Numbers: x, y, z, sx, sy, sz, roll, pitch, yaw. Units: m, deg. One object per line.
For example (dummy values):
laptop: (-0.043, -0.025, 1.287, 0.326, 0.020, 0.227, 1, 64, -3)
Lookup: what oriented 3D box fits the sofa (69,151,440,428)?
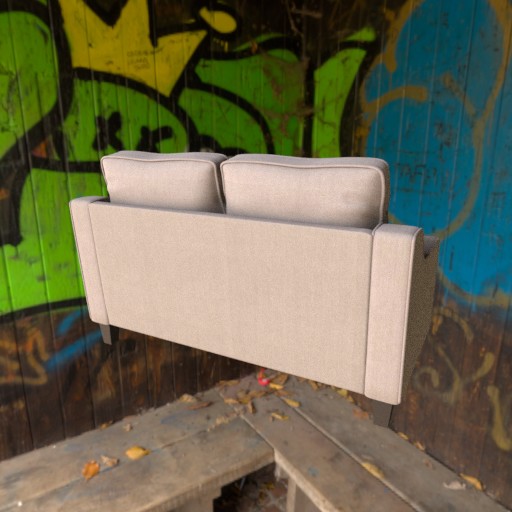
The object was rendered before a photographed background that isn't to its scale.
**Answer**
sofa: (0.000, 0.000, 2.055, 1.500, 0.948, 0.791, 8, 18, 27)
